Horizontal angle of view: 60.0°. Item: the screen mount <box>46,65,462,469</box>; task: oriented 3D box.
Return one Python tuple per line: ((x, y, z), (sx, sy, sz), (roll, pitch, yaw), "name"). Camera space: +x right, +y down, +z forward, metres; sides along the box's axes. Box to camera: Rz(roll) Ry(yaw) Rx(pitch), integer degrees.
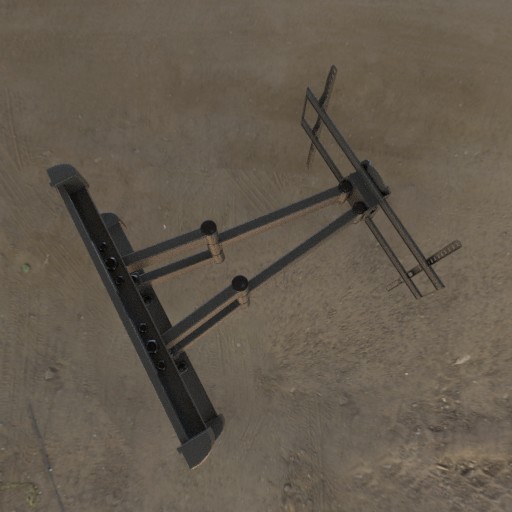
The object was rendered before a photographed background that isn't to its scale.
((0.000, 0.000, 0.938), (0.556, 0.424, 0.571), (-29, 77, -7), "screen mount")
